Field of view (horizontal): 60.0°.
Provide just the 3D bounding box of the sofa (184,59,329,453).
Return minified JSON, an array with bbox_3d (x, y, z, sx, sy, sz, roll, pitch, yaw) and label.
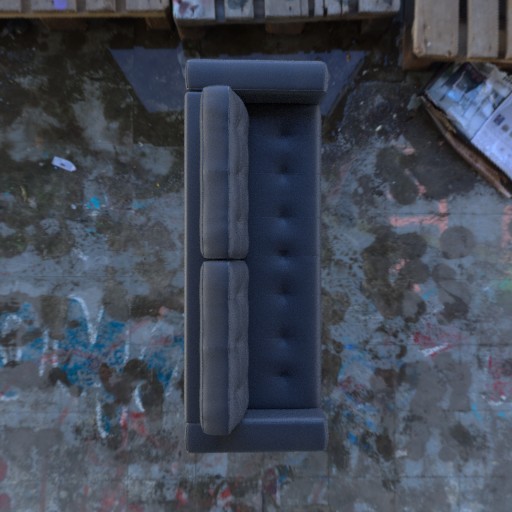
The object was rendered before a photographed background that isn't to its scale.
[{"bbox_3d":[0.000,0.000,2.716,0.833,0.893,2.275,0,90,-2],"label":"sofa"}]
